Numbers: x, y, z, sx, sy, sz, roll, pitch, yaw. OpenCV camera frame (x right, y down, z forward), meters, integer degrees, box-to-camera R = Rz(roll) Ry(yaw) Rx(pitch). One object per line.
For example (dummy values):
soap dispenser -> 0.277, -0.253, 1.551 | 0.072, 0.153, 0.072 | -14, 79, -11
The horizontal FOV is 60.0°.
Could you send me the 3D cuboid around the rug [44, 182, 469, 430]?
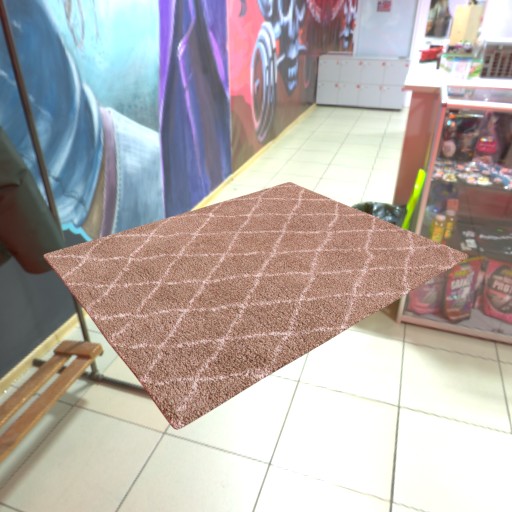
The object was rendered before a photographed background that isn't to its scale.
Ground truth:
rug -> 0.000, 0.000, 4.047 | 3.047, 0.029, 2.438 | -22, 36, -33
